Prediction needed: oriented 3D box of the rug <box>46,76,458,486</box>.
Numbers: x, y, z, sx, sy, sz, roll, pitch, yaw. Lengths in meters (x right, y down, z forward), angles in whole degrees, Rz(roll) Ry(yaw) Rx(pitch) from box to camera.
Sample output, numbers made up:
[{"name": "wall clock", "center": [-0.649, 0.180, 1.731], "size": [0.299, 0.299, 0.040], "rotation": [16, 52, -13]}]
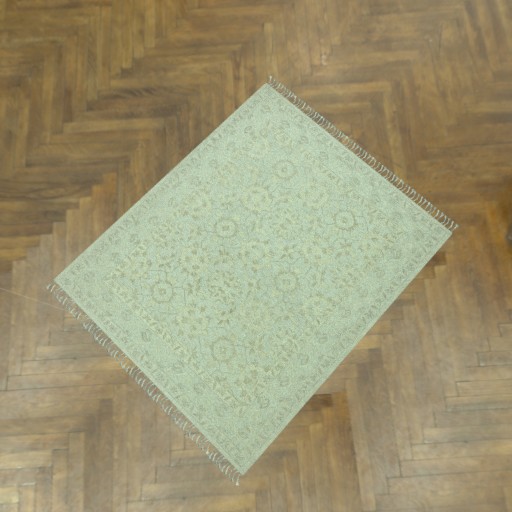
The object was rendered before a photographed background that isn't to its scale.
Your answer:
[{"name": "rug", "center": [0.000, 0.000, 4.095], "size": [2.444, 0.013, 3.043], "rotation": [42, 79, 10]}]
